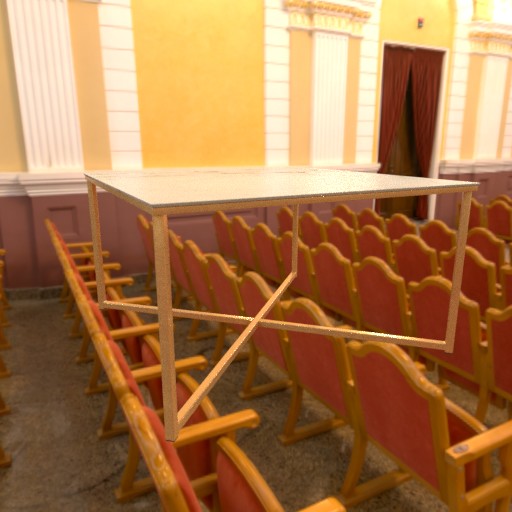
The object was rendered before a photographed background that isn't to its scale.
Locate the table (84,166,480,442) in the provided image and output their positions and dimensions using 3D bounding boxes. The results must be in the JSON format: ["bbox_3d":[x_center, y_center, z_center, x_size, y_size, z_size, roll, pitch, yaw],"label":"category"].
[{"bbox_3d":[0.000,0.000,1.284,0.800,0.450,0.800,-8,16,-27],"label":"table"}]
